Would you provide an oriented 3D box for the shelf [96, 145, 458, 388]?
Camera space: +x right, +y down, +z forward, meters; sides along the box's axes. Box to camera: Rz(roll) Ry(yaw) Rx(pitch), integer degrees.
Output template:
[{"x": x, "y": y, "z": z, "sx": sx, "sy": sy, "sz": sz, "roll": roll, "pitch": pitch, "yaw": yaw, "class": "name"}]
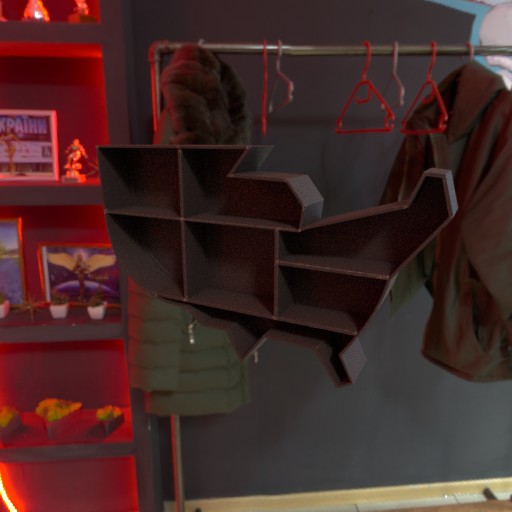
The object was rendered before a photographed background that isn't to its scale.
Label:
[{"x": 0.000, "y": 0.000, "z": 0.909, "sx": 0.729, "sy": 0.439, "sz": 0.112, "roll": 8, "pitch": 17, "yaw": 26, "class": "shelf"}]
